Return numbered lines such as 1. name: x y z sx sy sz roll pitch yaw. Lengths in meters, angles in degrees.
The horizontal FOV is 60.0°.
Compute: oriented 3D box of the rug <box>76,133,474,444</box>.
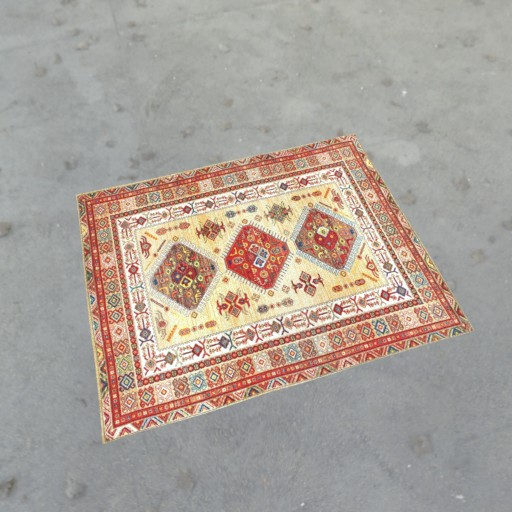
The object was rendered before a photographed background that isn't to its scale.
1. rug: 0.000 0.000 4.085 3.067 0.005 2.460 -14 59 -9
